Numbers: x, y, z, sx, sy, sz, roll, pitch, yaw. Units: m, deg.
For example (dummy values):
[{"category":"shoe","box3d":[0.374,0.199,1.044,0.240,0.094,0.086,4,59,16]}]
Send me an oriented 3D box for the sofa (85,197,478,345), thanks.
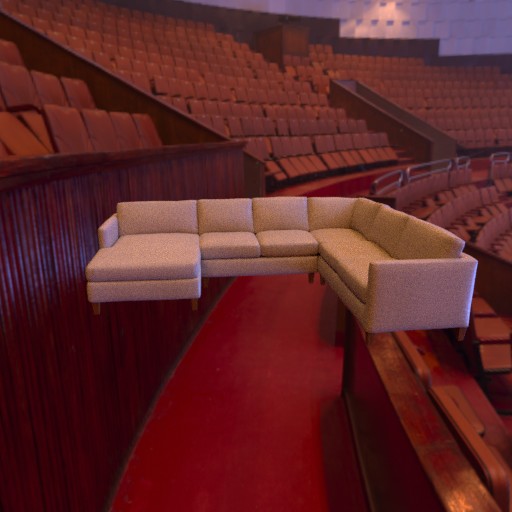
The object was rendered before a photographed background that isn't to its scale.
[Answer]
[{"category":"sofa","box3d":[0.000,0.000,4.764,3.460,0.961,2.594,-2,16,-6]}]
